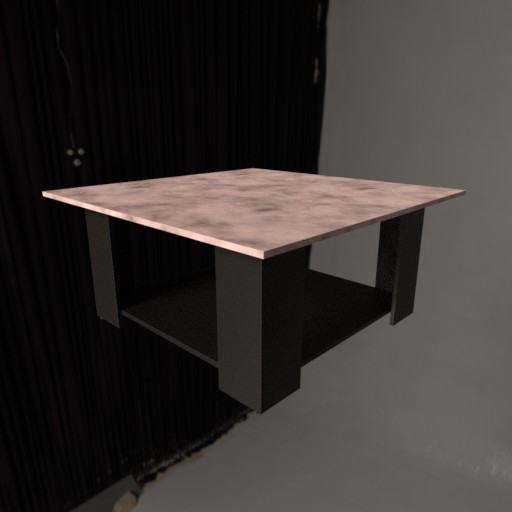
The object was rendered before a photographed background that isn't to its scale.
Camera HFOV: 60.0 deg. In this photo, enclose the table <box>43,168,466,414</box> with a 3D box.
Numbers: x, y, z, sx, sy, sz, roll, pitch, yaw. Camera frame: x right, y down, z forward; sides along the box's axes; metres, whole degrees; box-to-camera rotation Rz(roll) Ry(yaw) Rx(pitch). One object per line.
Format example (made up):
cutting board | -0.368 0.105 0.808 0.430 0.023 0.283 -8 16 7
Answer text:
table | 0.000 0.000 1.036 0.670 0.305 0.670 16 23 41
